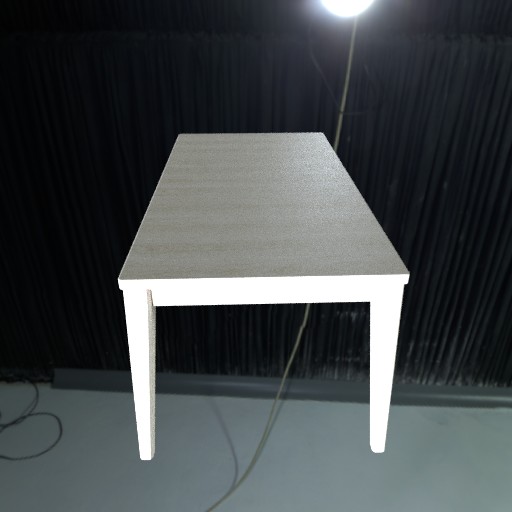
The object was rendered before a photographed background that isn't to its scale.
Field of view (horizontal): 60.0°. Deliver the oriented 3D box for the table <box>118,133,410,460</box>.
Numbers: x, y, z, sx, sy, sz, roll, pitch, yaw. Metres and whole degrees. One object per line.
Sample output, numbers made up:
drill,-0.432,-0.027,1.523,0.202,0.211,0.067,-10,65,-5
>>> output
table,0.000,0.000,2.120,0.900,0.760,1.600,-1,30,-2
